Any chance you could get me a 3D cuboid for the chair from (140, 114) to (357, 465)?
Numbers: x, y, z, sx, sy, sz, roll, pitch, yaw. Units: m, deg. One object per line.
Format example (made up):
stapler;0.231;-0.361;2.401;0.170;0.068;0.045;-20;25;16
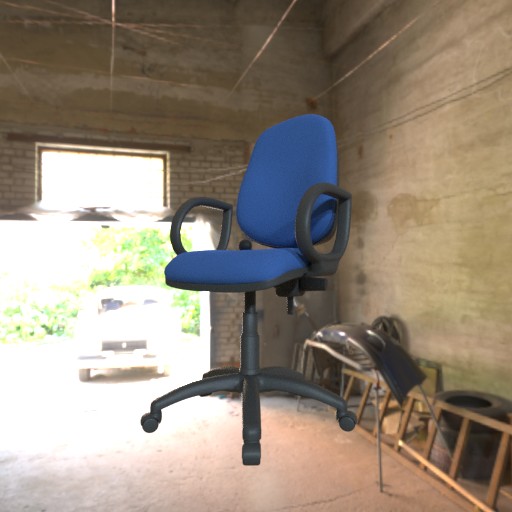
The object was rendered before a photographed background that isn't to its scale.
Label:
chair;0.000;0.000;1.252;0.552;0.905;0.549;-1;-1;36
